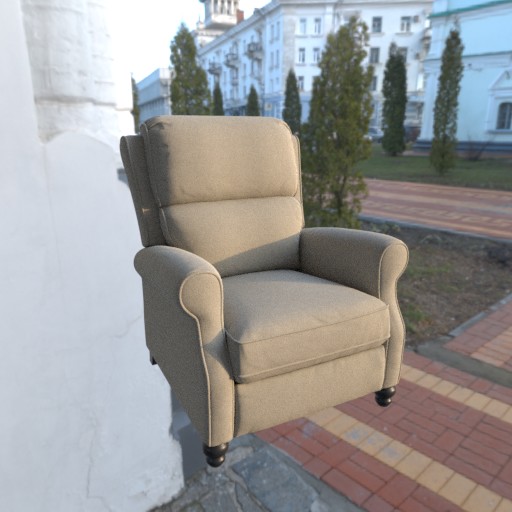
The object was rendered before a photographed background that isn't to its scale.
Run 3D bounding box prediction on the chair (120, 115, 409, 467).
[{"bbox_3d":[0.000,0.000,1.707,0.859,1.046,0.919,-8,18,-26],"label":"chair"}]
